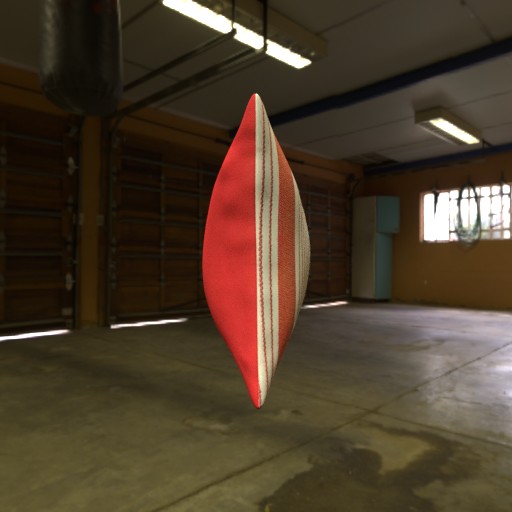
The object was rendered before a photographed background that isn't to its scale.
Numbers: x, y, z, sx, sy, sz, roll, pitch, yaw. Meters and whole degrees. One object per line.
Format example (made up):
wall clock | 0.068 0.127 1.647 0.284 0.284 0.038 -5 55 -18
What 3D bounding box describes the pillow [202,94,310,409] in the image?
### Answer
pillow | 0.000 0.000 0.719 0.151 0.297 0.608 0 -1 -1
